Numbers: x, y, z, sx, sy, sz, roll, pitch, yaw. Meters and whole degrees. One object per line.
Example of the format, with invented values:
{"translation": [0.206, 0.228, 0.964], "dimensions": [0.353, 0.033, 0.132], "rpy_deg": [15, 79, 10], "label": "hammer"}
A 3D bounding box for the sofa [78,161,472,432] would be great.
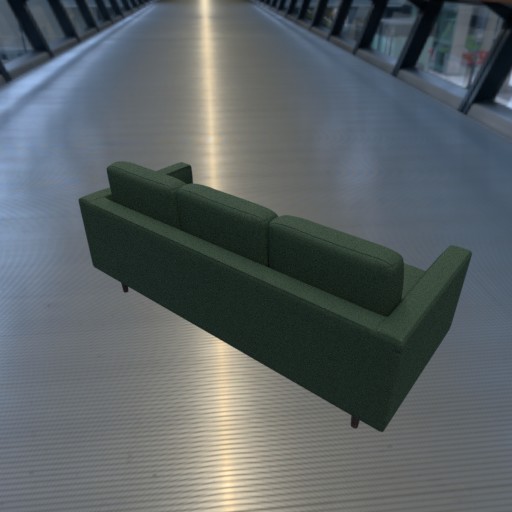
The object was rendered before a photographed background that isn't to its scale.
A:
{"translation": [0.000, 0.000, 2.511], "dimensions": [2.029, 0.899, 0.879], "rpy_deg": [23, 38, 32], "label": "sofa"}
